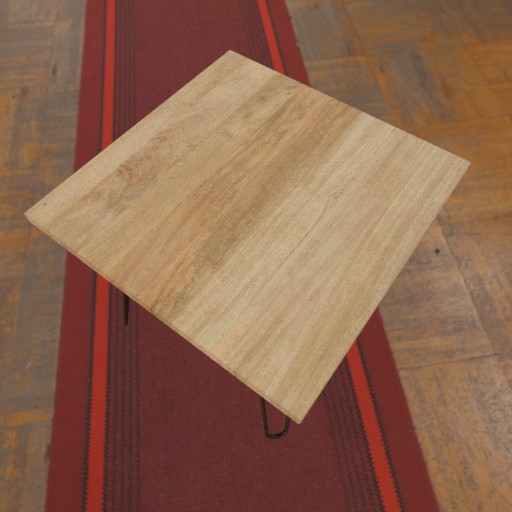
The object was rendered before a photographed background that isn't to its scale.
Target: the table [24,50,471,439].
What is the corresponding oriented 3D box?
[{"bbox_3d":[0.000,0.000,1.042,0.599,0.500,0.599,32,64,18],"label":"table"}]
